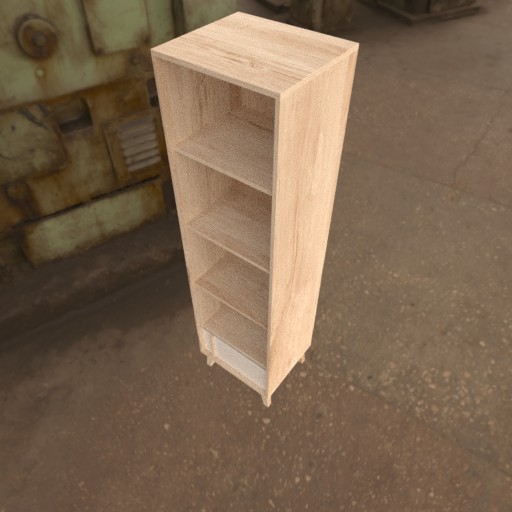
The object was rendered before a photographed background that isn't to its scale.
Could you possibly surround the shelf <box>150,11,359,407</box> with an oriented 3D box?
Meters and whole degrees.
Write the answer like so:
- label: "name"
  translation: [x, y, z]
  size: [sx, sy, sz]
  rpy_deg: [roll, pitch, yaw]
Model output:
- label: "shelf"
  translation: [0.000, 0.000, 2.143]
  size: [0.510, 1.960, 0.450]
  rpy_deg: [29, 52, 25]
